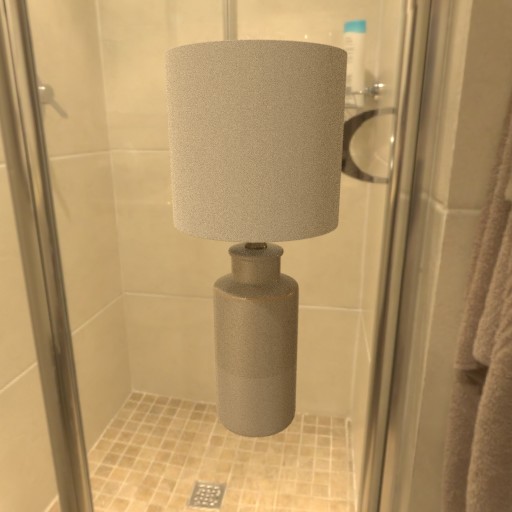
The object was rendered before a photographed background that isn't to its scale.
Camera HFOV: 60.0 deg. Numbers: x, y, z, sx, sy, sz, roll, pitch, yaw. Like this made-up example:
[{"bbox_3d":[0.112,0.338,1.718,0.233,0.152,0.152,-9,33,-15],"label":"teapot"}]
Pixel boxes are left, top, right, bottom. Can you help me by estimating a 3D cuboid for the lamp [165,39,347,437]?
[{"bbox_3d":[0.000,0.000,0.593,0.212,0.493,0.212,-8,19,-26],"label":"lamp"}]
